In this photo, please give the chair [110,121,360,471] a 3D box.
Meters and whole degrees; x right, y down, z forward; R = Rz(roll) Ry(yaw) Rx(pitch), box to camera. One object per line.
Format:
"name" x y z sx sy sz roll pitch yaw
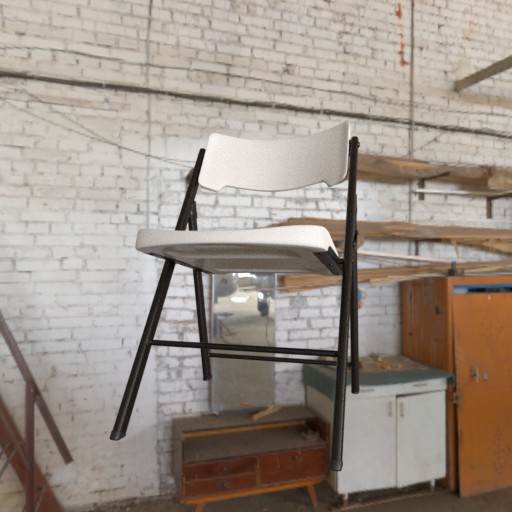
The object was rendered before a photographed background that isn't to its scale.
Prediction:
"chair" 0.000 0.000 1.103 0.482 0.765 0.577 0 0 17
